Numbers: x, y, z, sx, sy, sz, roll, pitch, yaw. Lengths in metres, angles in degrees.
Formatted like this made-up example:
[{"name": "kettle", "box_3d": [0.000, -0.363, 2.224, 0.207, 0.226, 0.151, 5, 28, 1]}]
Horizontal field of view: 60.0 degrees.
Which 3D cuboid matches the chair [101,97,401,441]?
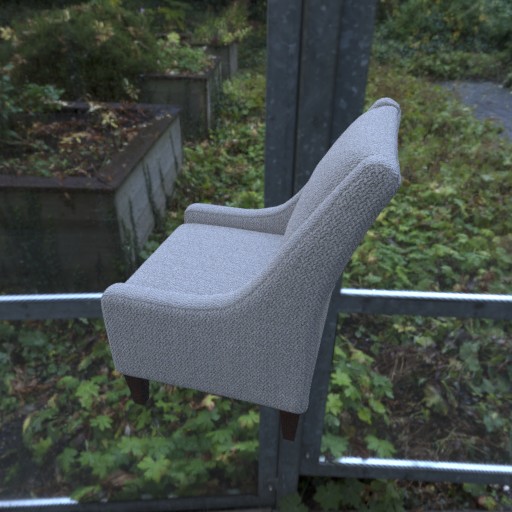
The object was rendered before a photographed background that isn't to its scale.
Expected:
[{"name": "chair", "box_3d": [0.000, 0.000, 1.614, 0.870, 1.014, 0.774, 8, 32, 13]}]
